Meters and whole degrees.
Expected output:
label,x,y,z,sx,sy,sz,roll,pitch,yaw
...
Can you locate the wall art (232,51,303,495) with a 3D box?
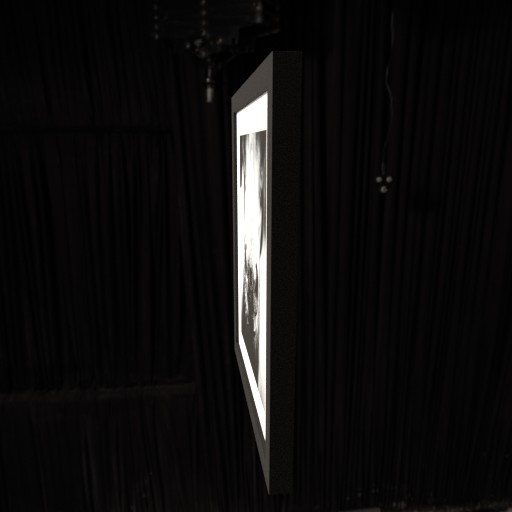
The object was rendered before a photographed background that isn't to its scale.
label,x,y,z,sx,sy,sz,roll,pitch,yaw
wall art,0.000,0.000,0.547,0.024,0.404,0.329,-2,14,-8
